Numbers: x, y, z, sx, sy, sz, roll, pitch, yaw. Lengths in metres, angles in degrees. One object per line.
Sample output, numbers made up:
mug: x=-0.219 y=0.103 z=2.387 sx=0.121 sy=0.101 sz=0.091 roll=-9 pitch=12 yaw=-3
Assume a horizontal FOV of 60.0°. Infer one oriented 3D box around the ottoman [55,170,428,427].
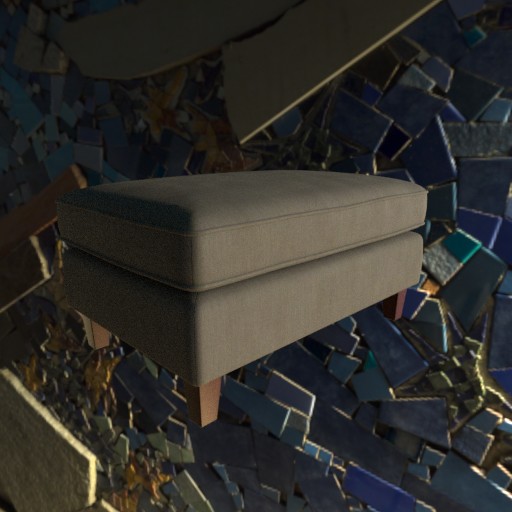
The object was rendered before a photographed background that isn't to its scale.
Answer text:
ottoman: x=0.000 y=0.000 z=1.323 sx=0.941 sy=0.480 sz=0.636 roll=-14 pitch=21 yaw=-42
